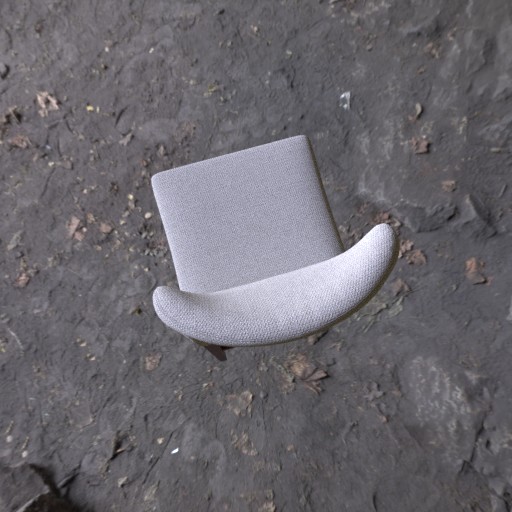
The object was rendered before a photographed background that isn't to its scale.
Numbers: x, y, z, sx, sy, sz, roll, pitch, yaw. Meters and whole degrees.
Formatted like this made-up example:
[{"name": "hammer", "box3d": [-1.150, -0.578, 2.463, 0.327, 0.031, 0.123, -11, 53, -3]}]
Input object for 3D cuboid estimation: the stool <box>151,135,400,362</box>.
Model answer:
[{"name": "stool", "box3d": [0.000, 0.000, 1.332, 0.481, 1.069, 0.568, -16, 77, -4]}]
